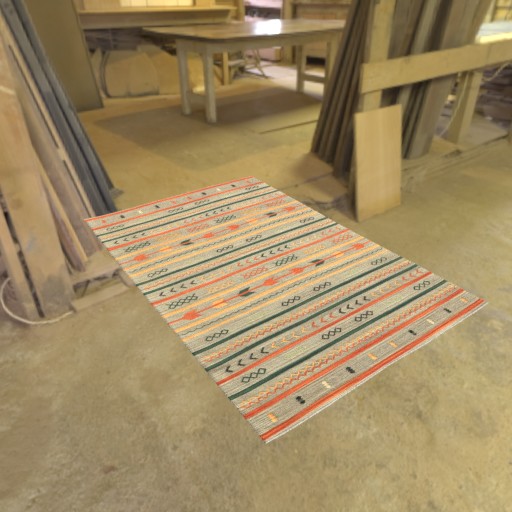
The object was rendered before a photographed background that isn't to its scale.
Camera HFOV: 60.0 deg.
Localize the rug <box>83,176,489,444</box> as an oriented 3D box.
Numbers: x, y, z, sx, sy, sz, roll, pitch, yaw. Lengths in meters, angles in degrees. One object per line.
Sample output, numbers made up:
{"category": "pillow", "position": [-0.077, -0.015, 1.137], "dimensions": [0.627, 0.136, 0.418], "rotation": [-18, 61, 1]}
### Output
{"category": "rug", "position": [0.000, 0.000, 2.290], "dimensions": [1.220, 0.017, 1.835], "rotation": [-20, 37, -29]}
